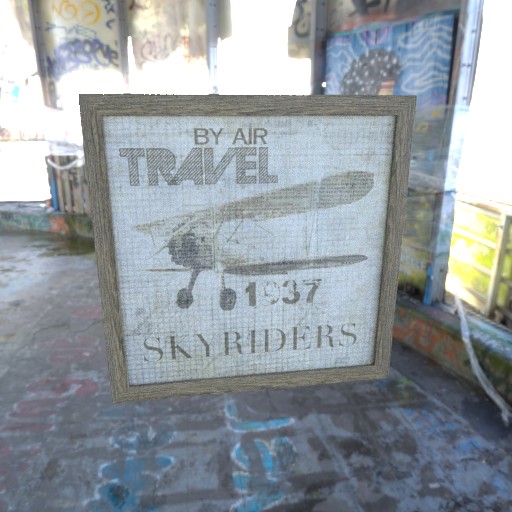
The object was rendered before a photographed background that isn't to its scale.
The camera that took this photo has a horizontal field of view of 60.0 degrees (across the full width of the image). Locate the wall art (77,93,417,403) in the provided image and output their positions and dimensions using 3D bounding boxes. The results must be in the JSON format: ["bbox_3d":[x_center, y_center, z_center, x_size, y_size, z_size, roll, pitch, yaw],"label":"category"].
[{"bbox_3d":[0.000,0.000,0.741,0.508,0.508,0.019,-3,18,-9],"label":"wall art"}]
